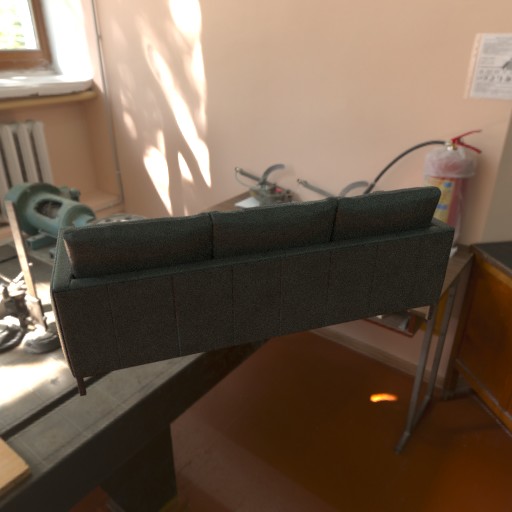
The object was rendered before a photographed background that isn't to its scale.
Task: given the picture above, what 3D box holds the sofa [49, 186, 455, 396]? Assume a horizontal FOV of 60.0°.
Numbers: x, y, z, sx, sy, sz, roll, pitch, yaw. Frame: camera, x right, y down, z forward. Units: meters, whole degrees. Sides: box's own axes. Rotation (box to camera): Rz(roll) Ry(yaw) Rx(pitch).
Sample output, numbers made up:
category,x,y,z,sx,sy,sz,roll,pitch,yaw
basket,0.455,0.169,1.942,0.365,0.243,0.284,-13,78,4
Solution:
category,x,y,z,sx,sy,sz,roll,pitch,yaw
sofa,0.000,0.000,2.453,2.029,0.805,0.748,-9,28,-17
